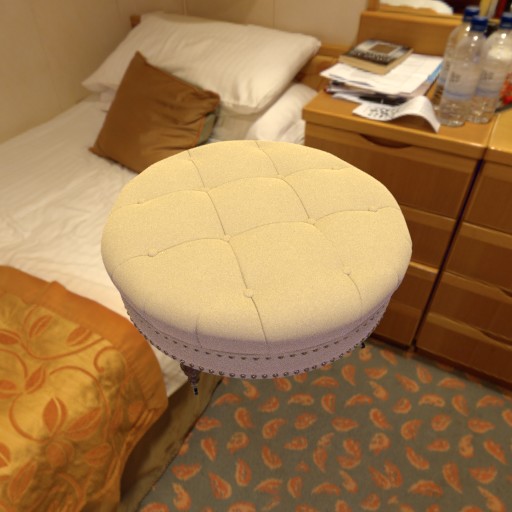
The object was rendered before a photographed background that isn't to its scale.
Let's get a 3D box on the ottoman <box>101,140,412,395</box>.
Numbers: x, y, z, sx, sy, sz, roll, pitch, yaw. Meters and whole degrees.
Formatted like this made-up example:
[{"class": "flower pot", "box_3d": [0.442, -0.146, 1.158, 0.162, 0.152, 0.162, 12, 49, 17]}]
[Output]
[{"class": "ottoman", "box_3d": [0.000, 0.000, 1.403, 0.901, 0.439, 0.901, 0, 41, 0]}]
